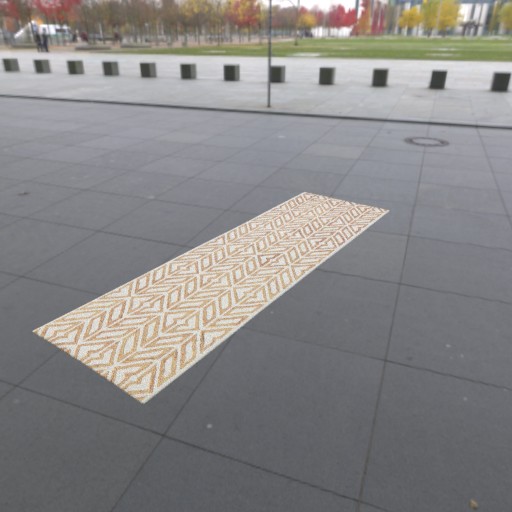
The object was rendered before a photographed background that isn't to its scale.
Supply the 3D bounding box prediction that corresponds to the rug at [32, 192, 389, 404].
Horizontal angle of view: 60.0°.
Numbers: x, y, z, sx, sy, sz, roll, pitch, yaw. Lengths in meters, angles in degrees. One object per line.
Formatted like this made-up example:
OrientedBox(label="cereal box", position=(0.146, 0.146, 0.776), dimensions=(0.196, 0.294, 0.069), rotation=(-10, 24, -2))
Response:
OrientedBox(label="rug", position=(0.000, 0.000, 2.696), dimensions=(0.750, 0.009, 2.435), rotation=(18, 32, 32))
